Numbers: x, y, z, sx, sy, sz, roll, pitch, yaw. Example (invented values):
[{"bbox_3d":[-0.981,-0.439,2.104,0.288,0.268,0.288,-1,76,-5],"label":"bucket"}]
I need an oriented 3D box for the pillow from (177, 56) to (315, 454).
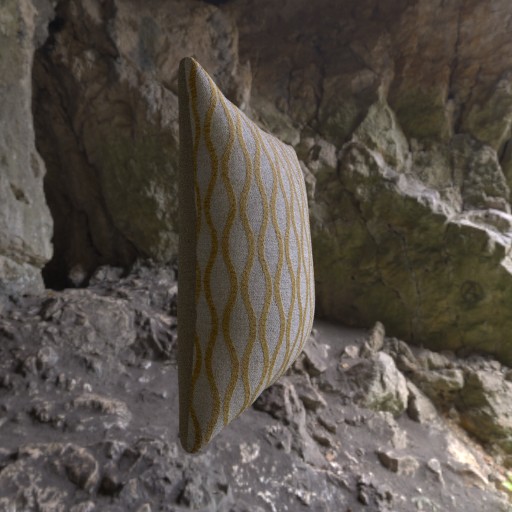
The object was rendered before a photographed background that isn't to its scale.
[{"bbox_3d":[0.000,0.000,0.674,0.159,0.436,0.429,0,0,18],"label":"pillow"}]
